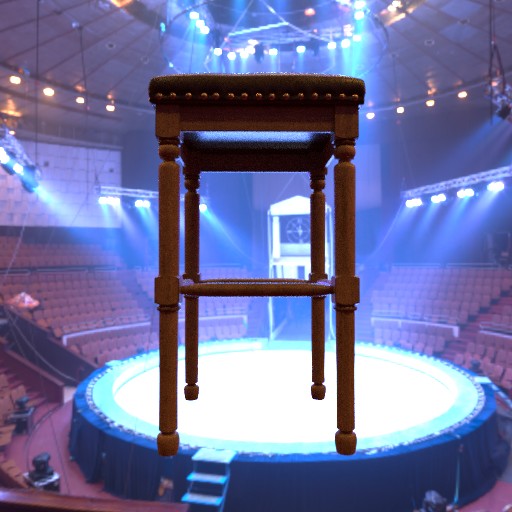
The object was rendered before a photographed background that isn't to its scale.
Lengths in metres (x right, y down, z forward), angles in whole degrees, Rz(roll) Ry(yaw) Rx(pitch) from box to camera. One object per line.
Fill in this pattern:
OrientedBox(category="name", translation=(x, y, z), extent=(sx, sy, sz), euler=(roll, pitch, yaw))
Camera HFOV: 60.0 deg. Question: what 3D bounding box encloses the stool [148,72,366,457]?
OrientedBox(category="stool", translation=(0.000, 0.000, 0.950), extent=(0.382, 0.702, 0.383), euler=(0, -1, -1))
